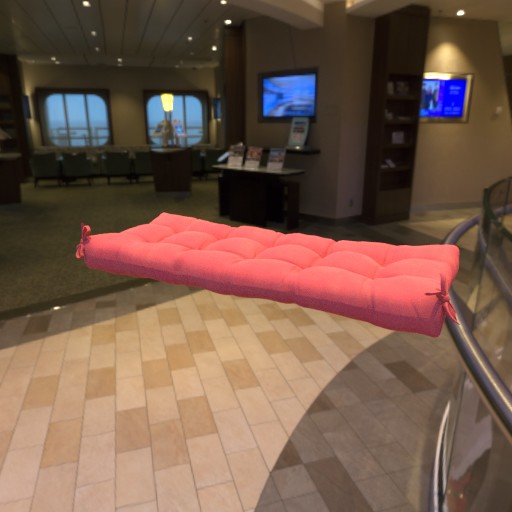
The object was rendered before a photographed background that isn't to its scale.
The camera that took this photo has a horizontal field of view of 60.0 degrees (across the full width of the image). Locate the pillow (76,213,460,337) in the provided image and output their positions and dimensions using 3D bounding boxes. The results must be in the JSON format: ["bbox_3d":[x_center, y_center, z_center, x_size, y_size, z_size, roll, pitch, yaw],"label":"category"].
[{"bbox_3d":[0.000,0.000,1.382,1.194,0.174,0.511,8,19,26],"label":"pillow"}]
